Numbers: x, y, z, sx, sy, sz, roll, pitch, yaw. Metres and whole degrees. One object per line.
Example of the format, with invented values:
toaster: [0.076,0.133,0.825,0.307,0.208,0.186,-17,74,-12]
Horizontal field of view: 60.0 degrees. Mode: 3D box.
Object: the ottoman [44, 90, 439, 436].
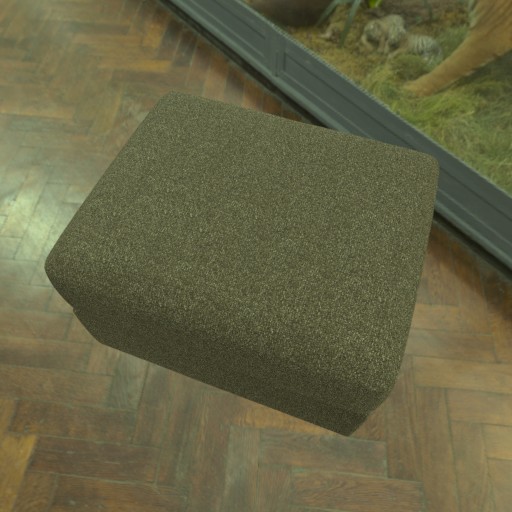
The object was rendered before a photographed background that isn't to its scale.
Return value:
ottoman: [0.000,0.000,1.107,0.742,0.476,0.598,18,60,10]
